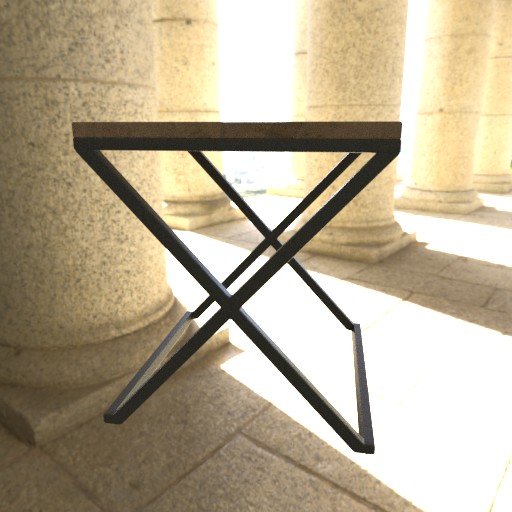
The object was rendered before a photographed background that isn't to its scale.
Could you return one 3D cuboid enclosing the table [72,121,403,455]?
[{"bbox_3d":[0.000,0.000,0.955,0.498,0.550,0.499,3,17,10],"label":"table"}]
